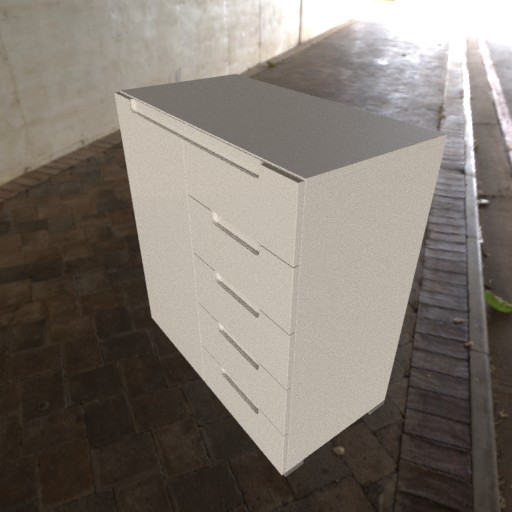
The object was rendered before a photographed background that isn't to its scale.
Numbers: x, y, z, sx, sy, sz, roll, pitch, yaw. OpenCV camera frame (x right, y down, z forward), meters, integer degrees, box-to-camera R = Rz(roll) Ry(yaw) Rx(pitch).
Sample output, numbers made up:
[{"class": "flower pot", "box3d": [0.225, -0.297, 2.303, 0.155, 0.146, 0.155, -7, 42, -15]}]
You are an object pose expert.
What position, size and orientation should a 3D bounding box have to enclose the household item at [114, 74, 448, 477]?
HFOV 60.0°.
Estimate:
[{"class": "household item", "box3d": [0.000, 0.000, 1.341, 0.420, 0.870, 0.800, -22, 39, -30]}]
